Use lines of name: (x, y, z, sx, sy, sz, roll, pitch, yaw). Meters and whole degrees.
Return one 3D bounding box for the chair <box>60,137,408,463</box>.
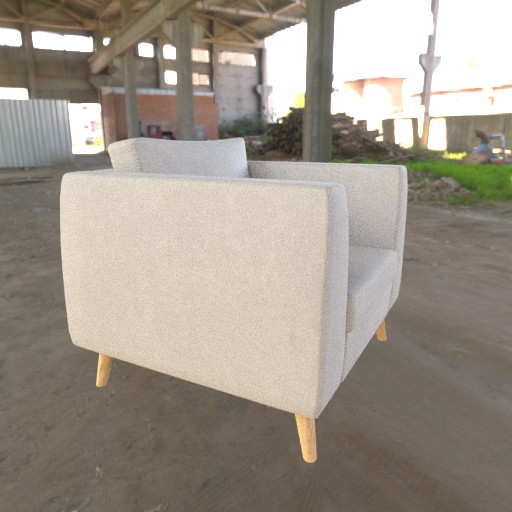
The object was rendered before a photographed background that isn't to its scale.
chair: (0.000, 0.000, 1.666, 0.930, 0.860, 1.000, 8, 17, 27)
